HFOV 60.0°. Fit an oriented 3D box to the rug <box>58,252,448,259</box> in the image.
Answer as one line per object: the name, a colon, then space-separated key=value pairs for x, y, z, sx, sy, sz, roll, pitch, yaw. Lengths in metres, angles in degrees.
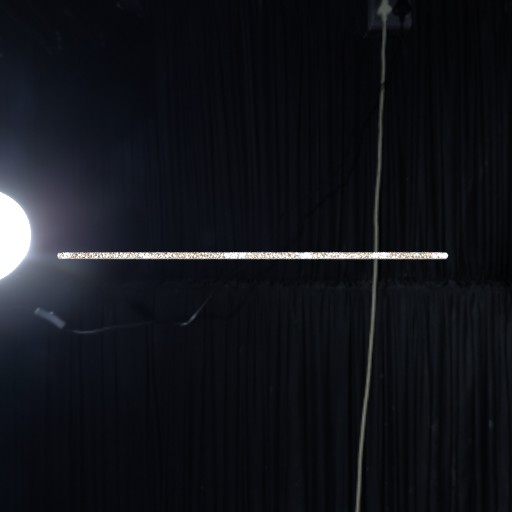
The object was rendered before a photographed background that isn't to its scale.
rug: x=0.000 y=0.000 z=3.368 sx=1.778 sy=0.030 sz=2.743 roll=0 pitch=0 yaw=1
